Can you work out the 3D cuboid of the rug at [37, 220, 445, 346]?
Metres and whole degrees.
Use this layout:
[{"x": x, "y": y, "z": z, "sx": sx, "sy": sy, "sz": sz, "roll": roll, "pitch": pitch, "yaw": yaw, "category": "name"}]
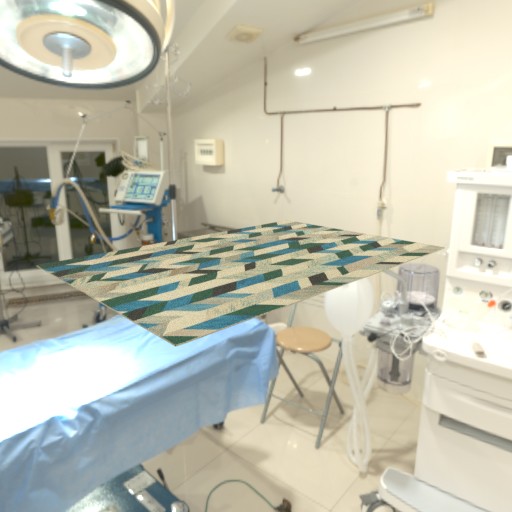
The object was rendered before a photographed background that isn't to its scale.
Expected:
[{"x": 0.000, "y": 0.000, "z": 2.361, "sx": 1.827, "sy": 0.005, "sz": 1.229, "roll": -14, "pitch": 20, "yaw": -42, "category": "rug"}]
